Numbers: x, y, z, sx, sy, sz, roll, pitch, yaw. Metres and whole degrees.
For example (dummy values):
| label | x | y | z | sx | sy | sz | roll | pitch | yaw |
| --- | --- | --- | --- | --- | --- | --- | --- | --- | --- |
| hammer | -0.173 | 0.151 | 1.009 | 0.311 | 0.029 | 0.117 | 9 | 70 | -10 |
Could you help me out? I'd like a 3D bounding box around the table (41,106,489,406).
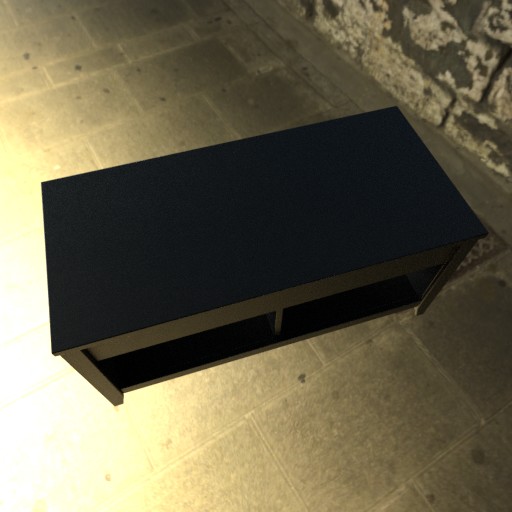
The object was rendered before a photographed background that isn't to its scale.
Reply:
| label | x | y | z | sx | sy | sz | roll | pitch | yaw |
| --- | --- | --- | --- | --- | --- | --- | --- | --- | --- |
| table | 0.000 | 0.000 | 1.293 | 1.016 | 0.457 | 0.483 | -15 | 59 | -9 |
